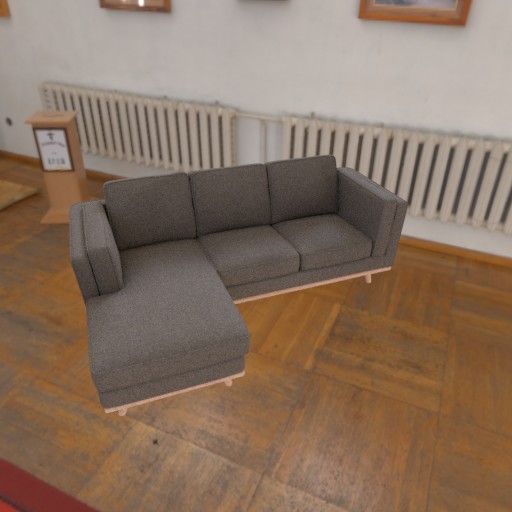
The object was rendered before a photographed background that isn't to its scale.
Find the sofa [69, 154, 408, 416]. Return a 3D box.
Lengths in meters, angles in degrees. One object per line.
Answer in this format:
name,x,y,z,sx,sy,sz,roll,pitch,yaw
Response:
sofa,0.000,0.000,3.177,2.411,0.929,1.604,-11,32,-18
